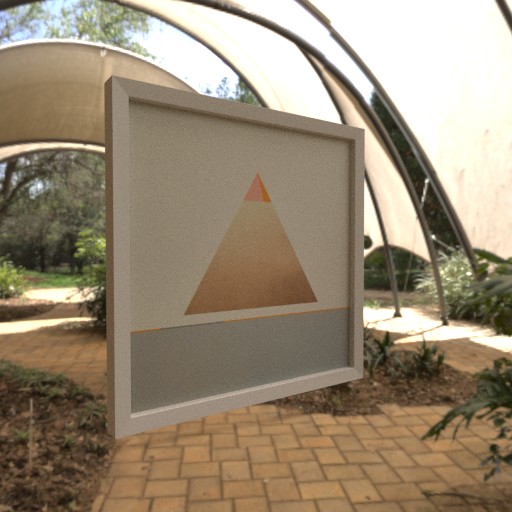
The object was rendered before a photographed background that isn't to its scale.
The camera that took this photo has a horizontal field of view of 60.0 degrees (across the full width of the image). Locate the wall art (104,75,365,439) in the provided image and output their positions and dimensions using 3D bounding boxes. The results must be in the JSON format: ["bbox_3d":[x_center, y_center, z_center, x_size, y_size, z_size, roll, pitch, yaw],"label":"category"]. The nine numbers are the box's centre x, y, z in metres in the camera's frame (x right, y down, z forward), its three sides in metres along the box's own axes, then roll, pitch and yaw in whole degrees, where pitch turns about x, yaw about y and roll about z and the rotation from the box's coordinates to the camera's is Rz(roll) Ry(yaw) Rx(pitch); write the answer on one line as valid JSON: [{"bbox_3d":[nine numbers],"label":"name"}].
[{"bbox_3d":[0.000,0.000,1.974,1.289,1.291,0.098,-1,2,-34],"label":"wall art"}]
